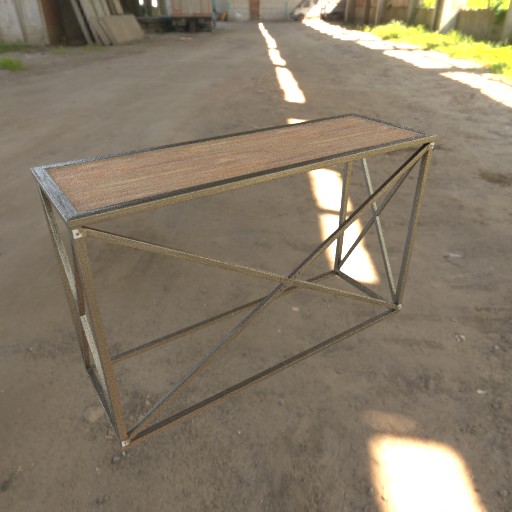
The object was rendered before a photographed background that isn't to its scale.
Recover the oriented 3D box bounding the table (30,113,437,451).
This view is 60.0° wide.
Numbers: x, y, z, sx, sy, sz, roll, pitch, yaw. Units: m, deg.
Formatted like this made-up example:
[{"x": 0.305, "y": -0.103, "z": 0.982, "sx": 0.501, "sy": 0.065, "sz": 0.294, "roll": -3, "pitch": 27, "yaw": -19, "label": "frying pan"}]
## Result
[{"x": 0.000, "y": 0.000, "z": 1.546, "sx": 1.216, "sy": 0.753, "sz": 0.402, "roll": -19, "pitch": 35, "yaw": -29, "label": "table"}]
